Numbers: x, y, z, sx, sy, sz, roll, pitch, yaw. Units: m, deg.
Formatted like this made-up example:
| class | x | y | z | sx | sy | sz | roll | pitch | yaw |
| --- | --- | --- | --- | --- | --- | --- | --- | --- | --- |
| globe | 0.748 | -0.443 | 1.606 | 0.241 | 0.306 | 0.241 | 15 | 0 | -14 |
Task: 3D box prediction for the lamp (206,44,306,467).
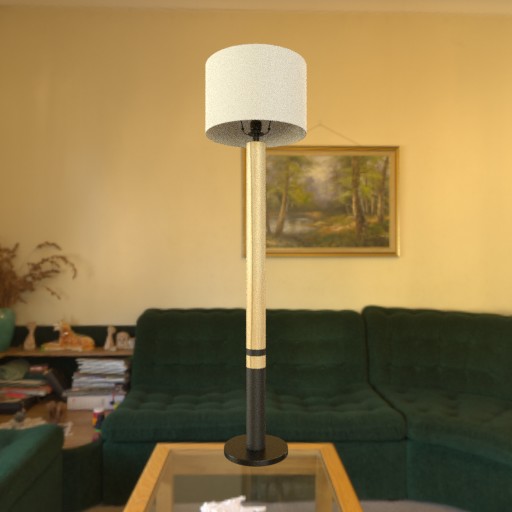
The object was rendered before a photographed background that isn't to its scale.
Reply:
| class | x | y | z | sx | sy | sz | roll | pitch | yaw |
| --- | --- | --- | --- | --- | --- | --- | --- | --- | --- |
| lamp | 0.000 | 0.000 | 1.680 | 0.381 | 1.478 | 0.381 | 0 | 0 | -18 |
